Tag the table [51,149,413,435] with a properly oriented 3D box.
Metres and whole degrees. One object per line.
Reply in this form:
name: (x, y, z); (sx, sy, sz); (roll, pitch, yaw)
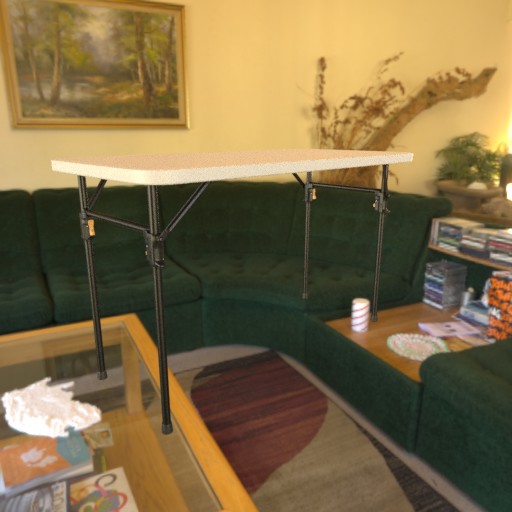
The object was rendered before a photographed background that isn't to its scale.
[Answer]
table: (0.000, 0.000, 1.642); (1.219, 0.729, 0.610); (-15, 21, -42)
